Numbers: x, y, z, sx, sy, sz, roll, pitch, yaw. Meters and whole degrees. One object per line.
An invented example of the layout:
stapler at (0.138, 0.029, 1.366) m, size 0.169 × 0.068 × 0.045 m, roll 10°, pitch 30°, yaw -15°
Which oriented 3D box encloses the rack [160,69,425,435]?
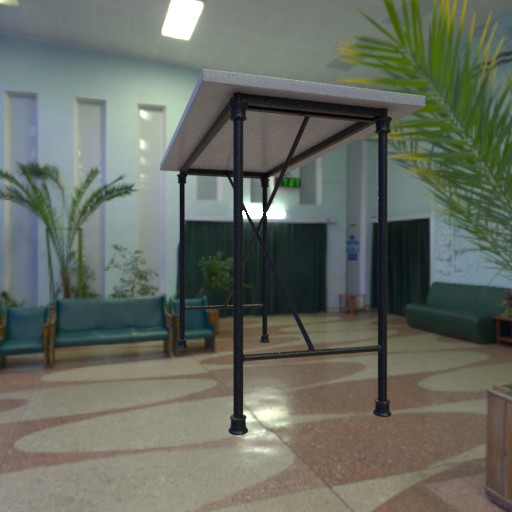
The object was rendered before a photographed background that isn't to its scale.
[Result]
rack at (0.000, 0.000, 1.676) m, size 0.613 × 0.880 × 1.159 m, roll 0°, pitch 0°, yaw -17°
